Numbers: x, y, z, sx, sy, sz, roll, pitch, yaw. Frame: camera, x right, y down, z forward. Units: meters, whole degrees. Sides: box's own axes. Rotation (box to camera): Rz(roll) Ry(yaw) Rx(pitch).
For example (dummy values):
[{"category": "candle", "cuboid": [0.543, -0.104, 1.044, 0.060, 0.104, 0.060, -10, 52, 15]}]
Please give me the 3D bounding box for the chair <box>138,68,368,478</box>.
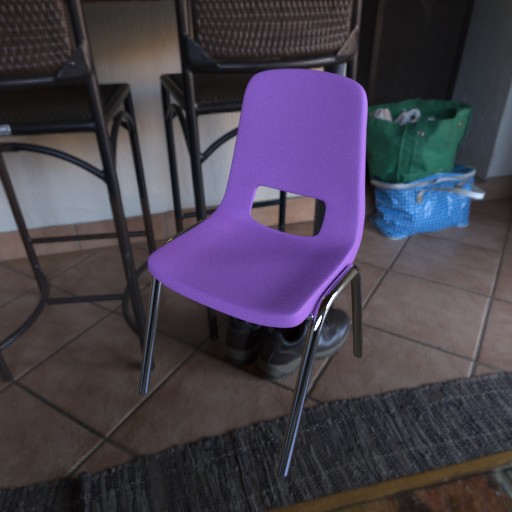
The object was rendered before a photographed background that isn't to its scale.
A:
[{"category": "chair", "cuboid": [0.000, 0.000, 0.672, 0.291, 0.493, 0.301, 18, 35, 28]}]
